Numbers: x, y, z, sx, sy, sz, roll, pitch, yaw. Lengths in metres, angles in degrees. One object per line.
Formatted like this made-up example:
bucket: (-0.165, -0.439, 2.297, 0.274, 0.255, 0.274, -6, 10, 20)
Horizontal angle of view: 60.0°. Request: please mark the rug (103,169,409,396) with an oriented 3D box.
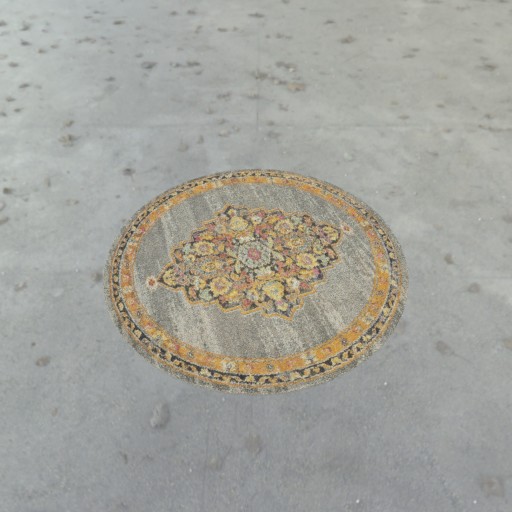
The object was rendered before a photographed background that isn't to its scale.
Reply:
rug: (0.000, 0.000, 3.547, 2.382, 0.014, 2.382, 0, 46, 0)
